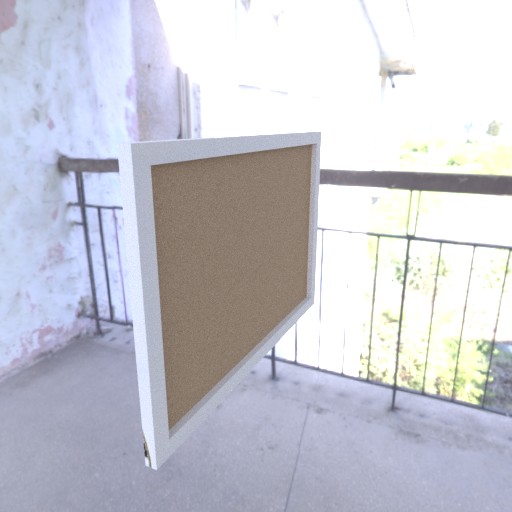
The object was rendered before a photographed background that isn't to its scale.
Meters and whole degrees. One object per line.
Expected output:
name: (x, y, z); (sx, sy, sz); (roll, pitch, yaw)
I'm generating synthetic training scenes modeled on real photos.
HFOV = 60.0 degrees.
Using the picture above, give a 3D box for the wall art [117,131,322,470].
wall art: (0.000, 0.000, 1.456); (0.038, 0.767, 1.144); (8, 19, 25)
